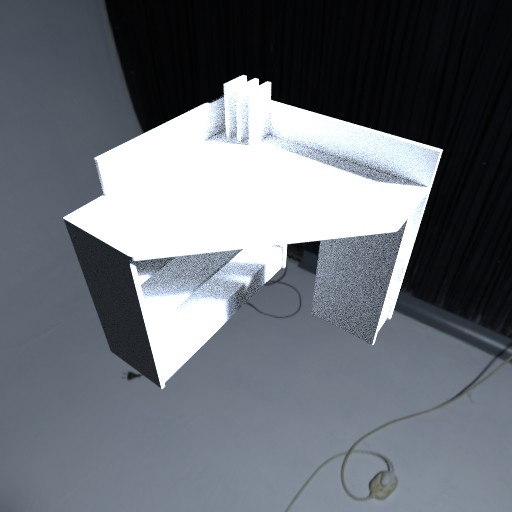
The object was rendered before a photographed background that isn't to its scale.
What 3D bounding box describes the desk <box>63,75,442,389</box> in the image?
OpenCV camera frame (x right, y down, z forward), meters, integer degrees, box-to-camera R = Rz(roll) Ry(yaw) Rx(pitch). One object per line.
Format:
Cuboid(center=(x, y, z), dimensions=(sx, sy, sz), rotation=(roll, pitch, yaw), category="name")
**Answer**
Cuboid(center=(0.000, 0.000, 1.758), dimensions=(0.940, 0.986, 0.940), rotation=(26, 48, 26), category="desk")
